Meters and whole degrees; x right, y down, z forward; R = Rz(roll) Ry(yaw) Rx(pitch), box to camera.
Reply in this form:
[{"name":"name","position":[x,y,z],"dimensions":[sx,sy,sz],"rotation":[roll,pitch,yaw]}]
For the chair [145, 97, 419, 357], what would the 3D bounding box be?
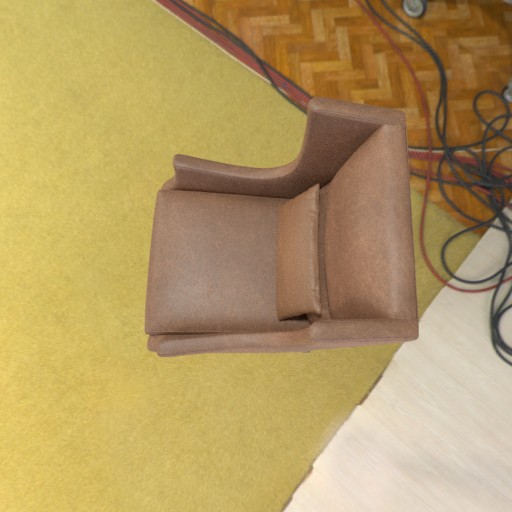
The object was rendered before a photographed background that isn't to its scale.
[{"name":"chair","position":[0.000,0.000,1.777],"dimensions":[0.913,1.088,0.815],"rotation":[2,75,0]}]
